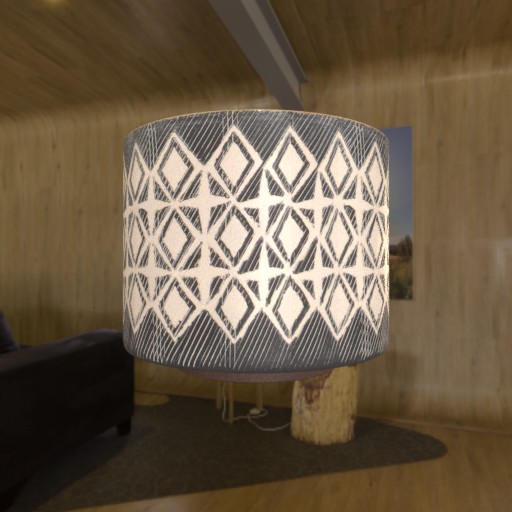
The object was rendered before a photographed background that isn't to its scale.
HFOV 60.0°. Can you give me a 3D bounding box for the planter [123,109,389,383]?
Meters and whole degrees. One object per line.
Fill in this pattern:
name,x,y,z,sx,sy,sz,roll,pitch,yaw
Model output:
planter,0.000,0.000,0.220,0.126,0.104,0.126,0,0,0
